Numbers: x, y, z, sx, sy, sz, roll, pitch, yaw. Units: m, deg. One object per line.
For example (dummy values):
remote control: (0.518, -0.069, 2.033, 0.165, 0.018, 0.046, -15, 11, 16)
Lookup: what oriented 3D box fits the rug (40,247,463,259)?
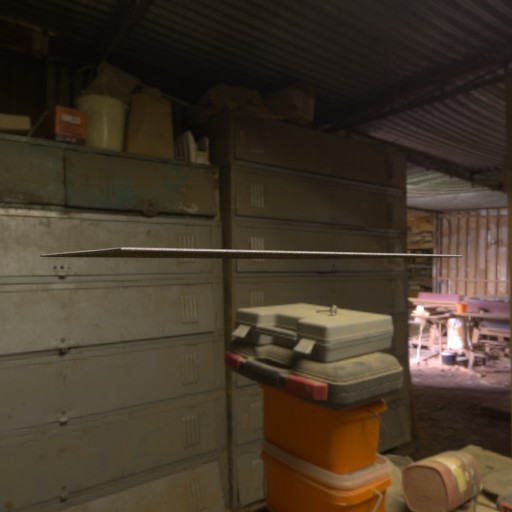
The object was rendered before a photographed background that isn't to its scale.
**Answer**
rug: (0.000, 0.000, 2.316, 1.847, 0.012, 1.224, 1, -1, -36)
